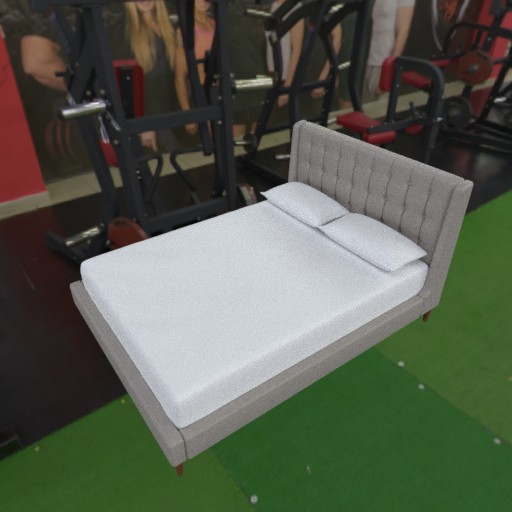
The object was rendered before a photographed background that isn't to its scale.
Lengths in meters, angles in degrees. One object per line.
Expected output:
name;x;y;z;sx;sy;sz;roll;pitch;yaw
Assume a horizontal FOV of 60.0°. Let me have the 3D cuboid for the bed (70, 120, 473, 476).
bed;0.000;0.000;3.126;2.232;1.147;1.656;-22;39;-29
